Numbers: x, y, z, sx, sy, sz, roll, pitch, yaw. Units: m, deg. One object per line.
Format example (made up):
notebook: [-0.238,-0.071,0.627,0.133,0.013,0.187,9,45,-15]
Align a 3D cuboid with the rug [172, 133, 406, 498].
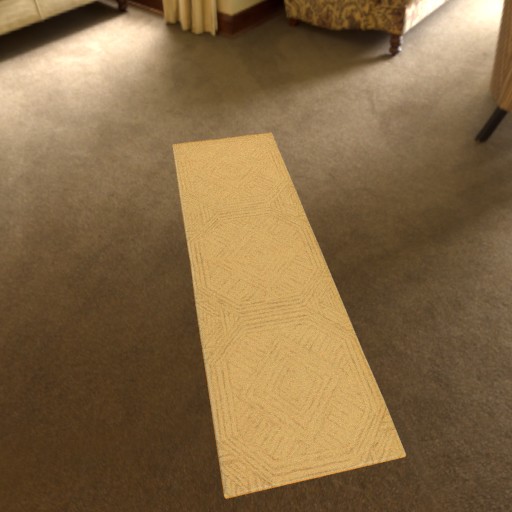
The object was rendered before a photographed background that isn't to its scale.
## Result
rug: [0.000,0.000,2.596,0.775,0.012,2.452,-9,49,-8]
